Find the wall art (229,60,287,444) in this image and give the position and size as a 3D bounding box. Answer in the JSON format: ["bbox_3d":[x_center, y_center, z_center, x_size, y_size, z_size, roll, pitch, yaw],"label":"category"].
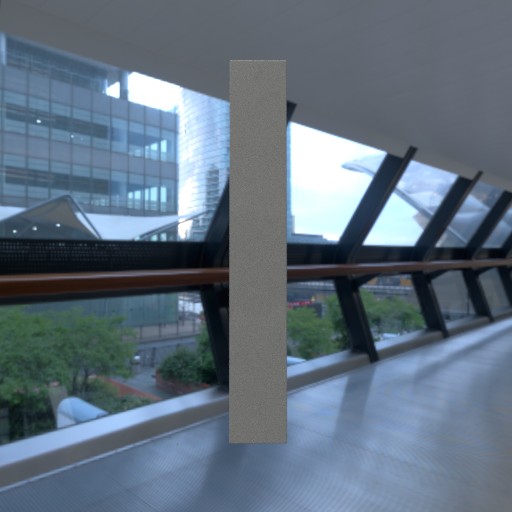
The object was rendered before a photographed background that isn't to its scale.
[{"bbox_3d":[0.000,0.000,0.484,0.038,0.254,0.381,0,-1,0],"label":"wall art"}]
